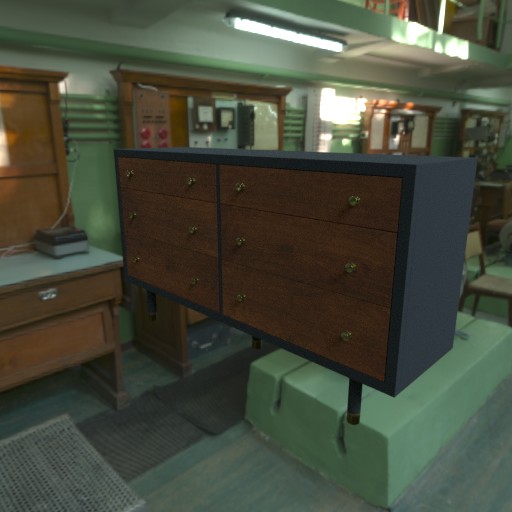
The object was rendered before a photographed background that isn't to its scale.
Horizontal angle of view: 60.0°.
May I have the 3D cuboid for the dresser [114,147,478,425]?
[{"bbox_3d":[0.000,0.000,1.918,1.558,0.872,0.463,15,21,42],"label":"dresser"}]
